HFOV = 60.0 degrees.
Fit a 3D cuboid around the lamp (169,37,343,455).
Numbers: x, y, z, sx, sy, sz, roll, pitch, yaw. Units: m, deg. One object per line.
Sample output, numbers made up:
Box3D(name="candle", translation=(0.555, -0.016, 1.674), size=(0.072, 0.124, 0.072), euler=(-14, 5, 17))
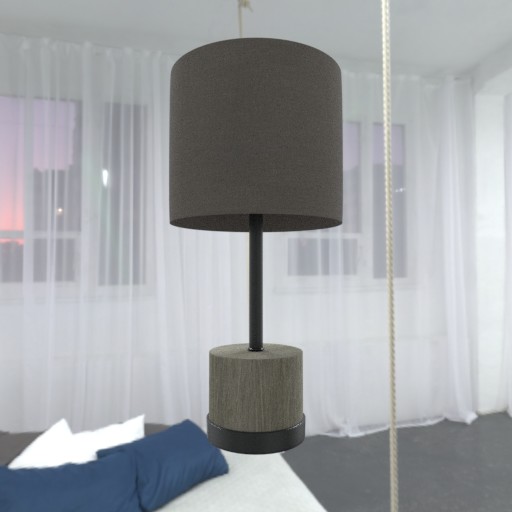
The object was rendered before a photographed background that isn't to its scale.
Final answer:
Box3D(name="lamp", translation=(0.000, 0.000, 0.589), size=(0.229, 0.470, 0.229), euler=(1, -3, -35))
